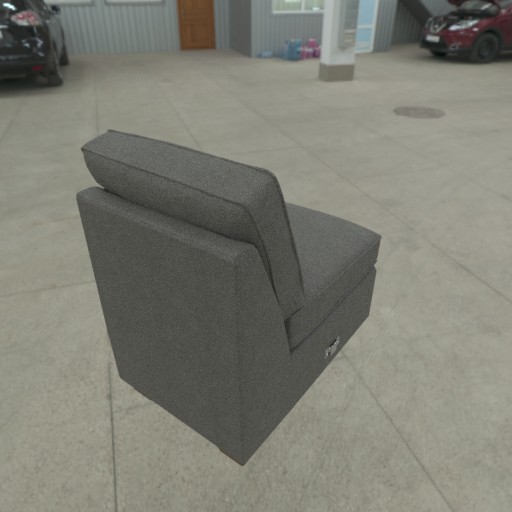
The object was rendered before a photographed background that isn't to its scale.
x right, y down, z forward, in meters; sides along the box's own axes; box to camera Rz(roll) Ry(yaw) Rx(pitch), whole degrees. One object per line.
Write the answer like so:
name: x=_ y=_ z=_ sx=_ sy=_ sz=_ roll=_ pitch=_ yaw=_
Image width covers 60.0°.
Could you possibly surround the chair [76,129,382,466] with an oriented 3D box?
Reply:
chair: x=0.000 y=0.000 z=1.599 sx=0.621 sy=0.970 sz=0.938 roll=21 pitch=37 yaw=31
